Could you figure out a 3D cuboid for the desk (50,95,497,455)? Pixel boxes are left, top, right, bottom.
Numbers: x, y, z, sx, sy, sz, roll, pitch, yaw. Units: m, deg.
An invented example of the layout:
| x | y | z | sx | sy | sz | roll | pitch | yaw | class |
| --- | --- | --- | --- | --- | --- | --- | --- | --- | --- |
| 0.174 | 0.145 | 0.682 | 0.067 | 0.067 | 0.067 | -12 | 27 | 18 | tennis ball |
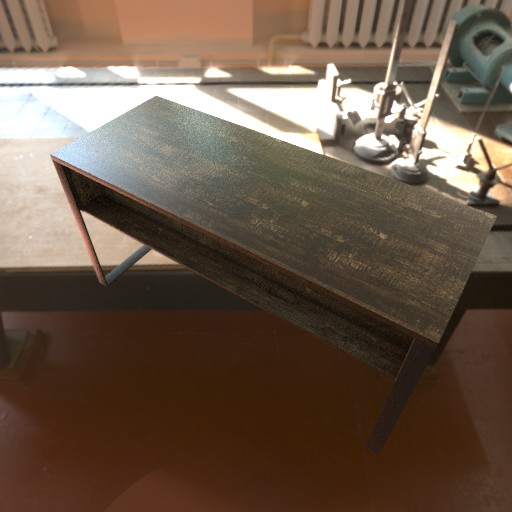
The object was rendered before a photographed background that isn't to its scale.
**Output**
| x | y | z | sx | sy | sz | roll | pitch | yaw | class |
| --- | --- | --- | --- | --- | --- | --- | --- | --- | --- |
| 0.000 | 0.000 | 1.865 | 1.524 | 0.762 | 0.599 | 26 | 51 | 23 | desk |
